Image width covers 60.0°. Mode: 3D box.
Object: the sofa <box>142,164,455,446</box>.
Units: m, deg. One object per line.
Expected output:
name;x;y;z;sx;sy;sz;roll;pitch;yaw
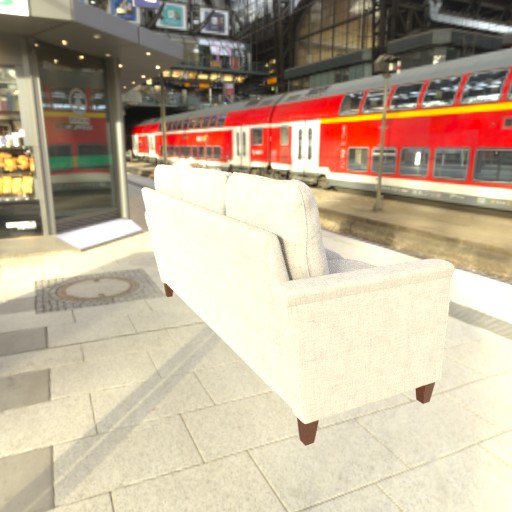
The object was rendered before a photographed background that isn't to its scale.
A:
sofa;0.000;0.000;2.425;0.828;0.959;1.925;-7;16;-26
